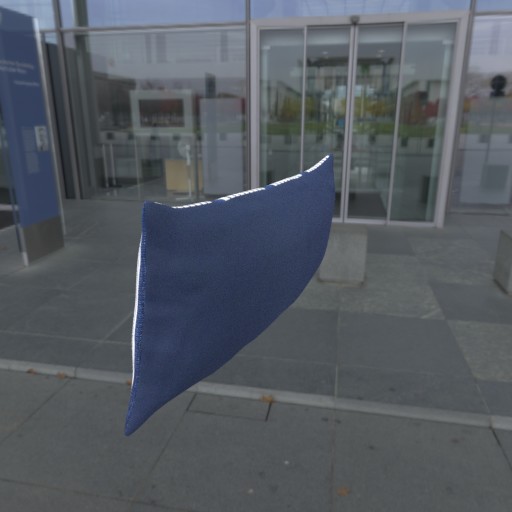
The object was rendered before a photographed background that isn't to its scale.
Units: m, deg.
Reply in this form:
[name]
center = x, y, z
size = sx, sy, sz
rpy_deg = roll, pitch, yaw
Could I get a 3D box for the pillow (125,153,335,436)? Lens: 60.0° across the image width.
[pillow]
center = 0.000, 0.000, 0.735
size = 0.156, 0.292, 0.608
rpy_deg = 8, 19, 25
